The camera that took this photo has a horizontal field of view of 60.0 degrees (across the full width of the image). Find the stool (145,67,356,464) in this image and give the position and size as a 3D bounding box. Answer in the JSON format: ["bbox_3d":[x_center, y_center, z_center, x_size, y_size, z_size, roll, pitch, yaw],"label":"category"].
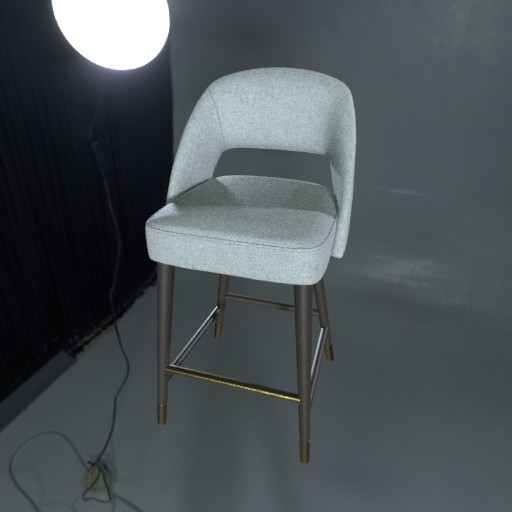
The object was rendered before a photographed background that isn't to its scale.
[{"bbox_3d":[0.000,0.000,1.242,0.494,0.940,0.509,8,28,16],"label":"stool"}]
